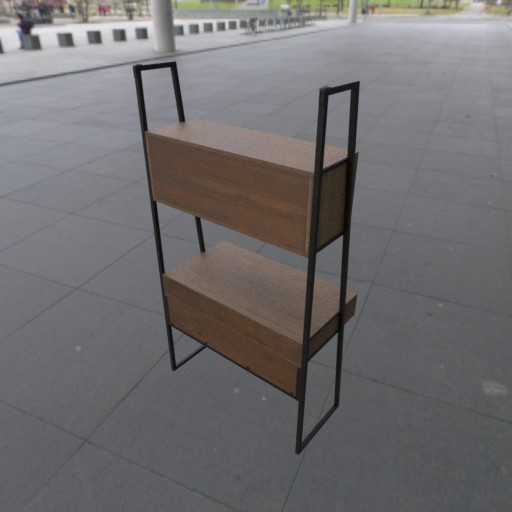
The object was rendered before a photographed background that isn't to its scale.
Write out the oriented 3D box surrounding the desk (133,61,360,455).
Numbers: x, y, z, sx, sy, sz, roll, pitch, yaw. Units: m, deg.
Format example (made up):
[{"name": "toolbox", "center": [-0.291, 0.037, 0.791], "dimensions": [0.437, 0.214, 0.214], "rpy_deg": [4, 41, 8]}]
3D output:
[{"name": "desk", "center": [0.000, 0.000, 2.295], "dimensions": [0.982, 1.809, 0.515], "rpy_deg": [22, 36, 33]}]
